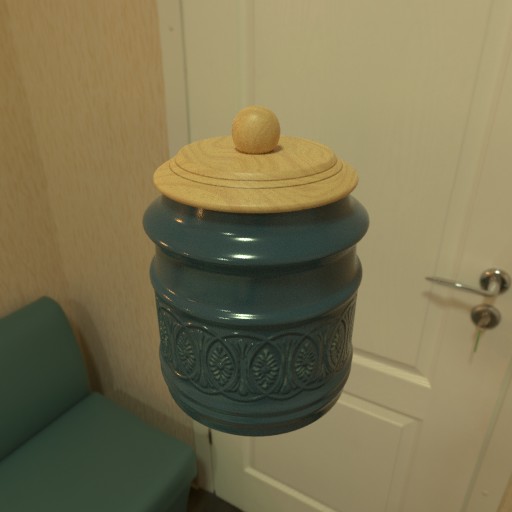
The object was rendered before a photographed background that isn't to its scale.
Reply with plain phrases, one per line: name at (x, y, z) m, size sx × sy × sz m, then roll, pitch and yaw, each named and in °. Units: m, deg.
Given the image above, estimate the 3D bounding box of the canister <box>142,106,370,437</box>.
canister at (0.000, 0.000, 0.273) m, size 0.130 × 0.176 × 0.130 m, roll 0°, pitch 27°, yaw 0°
